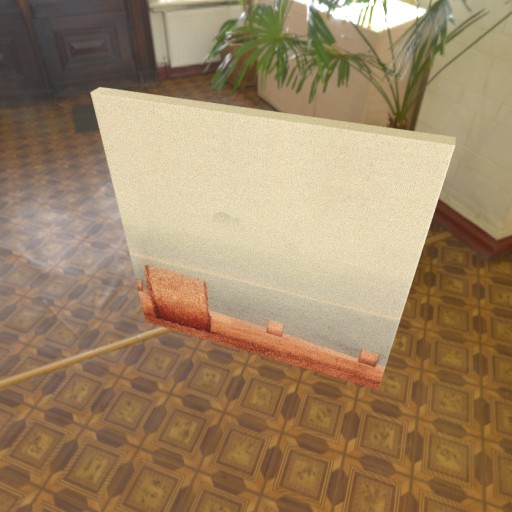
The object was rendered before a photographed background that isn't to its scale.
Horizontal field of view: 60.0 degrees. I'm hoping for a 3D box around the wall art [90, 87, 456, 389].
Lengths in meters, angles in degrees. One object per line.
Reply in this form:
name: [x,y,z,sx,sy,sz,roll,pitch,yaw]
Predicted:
wall art: [0.000,0.000,0.606,0.405,0.405,0.023,13,42,15]
